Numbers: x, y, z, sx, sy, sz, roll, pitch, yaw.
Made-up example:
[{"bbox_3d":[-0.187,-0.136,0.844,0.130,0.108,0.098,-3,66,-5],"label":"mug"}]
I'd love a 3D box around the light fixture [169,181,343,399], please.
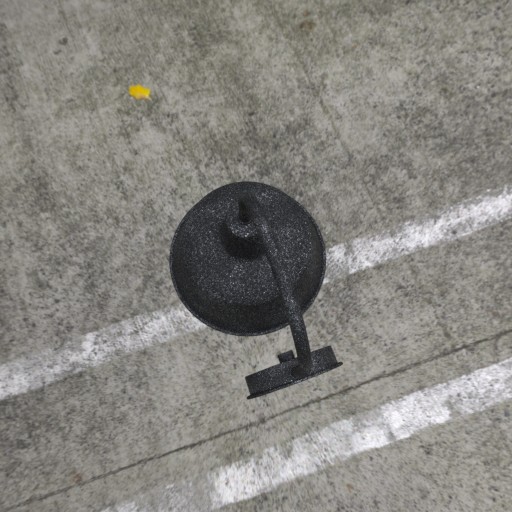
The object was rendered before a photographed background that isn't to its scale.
[{"bbox_3d":[0.000,0.000,0.484,0.216,0.300,0.283,-19,76,-5],"label":"light fixture"}]
